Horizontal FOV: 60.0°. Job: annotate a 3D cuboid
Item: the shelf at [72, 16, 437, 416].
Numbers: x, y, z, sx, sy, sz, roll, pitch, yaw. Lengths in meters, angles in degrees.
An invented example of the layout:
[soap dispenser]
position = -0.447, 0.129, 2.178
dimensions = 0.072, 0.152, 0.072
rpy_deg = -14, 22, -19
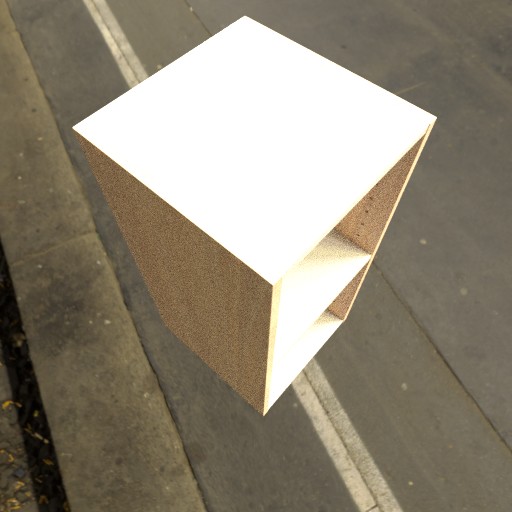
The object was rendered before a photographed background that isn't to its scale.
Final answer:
[shelf]
position = 0.000, 0.000, 0.757
dimensions = 0.297, 0.594, 0.290
rpy_deg = 38, 66, 20
